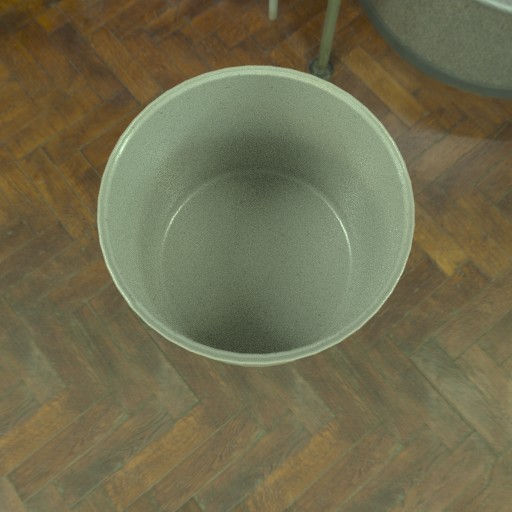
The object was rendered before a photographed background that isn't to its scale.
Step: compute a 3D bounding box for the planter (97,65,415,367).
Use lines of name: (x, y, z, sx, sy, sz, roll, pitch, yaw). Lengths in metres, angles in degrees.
planter: (0.000, 0.000, 0.267, 0.130, 0.178, 0.130, 0, 75, 0)
